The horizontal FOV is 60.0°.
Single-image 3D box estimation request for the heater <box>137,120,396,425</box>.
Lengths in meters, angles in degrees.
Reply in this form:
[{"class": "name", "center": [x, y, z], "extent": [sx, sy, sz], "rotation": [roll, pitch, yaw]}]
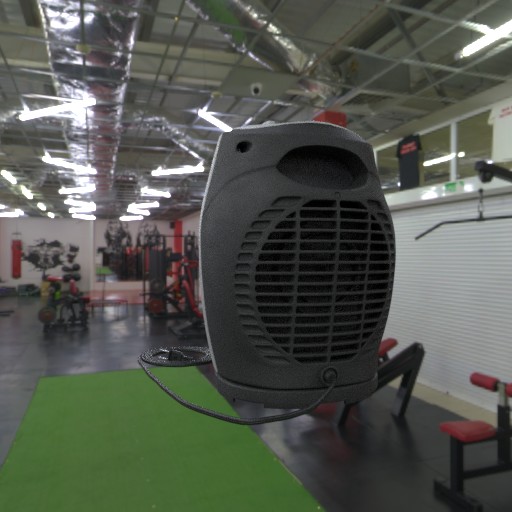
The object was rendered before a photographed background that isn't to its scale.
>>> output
[{"class": "heater", "center": [0.000, 0.000, 0.478], "extent": [0.239, 0.255, 0.291], "rotation": [0, 0, -18]}]
